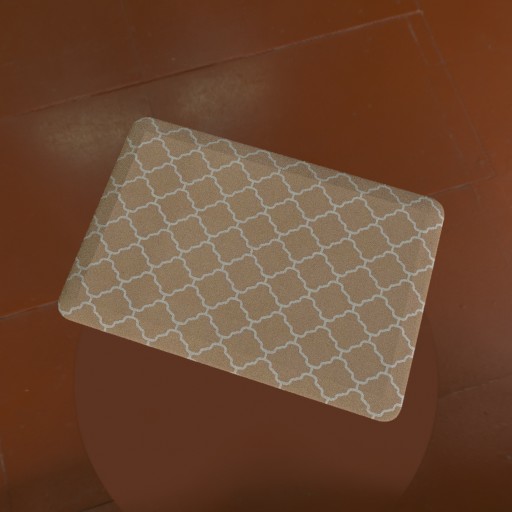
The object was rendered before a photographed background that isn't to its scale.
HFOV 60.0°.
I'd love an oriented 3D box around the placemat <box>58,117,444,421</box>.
[{"bbox_3d":[0.000,0.000,0.980,0.762,0.021,0.508,17,77,4],"label":"placemat"}]
